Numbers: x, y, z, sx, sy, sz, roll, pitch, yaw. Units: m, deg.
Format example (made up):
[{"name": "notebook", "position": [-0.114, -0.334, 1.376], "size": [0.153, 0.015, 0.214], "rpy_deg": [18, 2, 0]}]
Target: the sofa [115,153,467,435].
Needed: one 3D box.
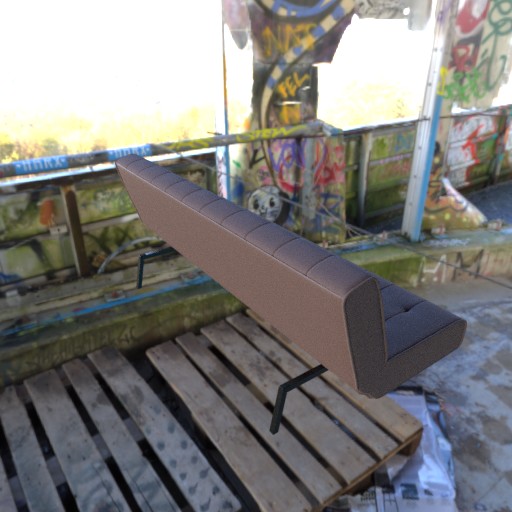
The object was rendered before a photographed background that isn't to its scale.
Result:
[{"name": "sofa", "position": [0.000, 0.000, 2.074], "size": [0.747, 0.699, 1.703], "rpy_deg": [-18, 32, -31]}]
